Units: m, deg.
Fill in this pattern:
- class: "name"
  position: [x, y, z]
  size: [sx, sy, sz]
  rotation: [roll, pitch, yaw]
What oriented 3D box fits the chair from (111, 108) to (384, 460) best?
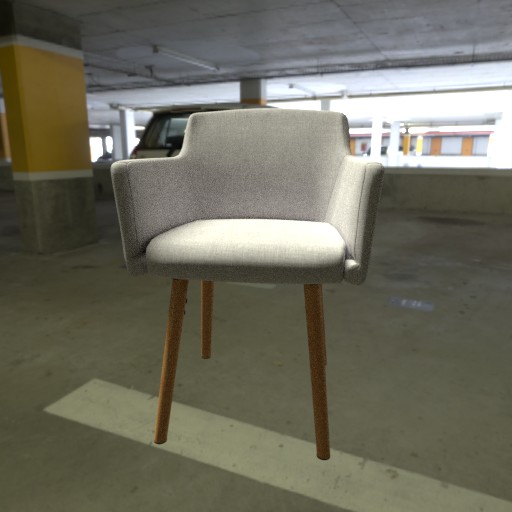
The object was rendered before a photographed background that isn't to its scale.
- class: "chair"
  position: [0.000, 0.000, 1.164]
  size: [0.570, 0.780, 0.540]
  rotation: [2, 13, 8]
